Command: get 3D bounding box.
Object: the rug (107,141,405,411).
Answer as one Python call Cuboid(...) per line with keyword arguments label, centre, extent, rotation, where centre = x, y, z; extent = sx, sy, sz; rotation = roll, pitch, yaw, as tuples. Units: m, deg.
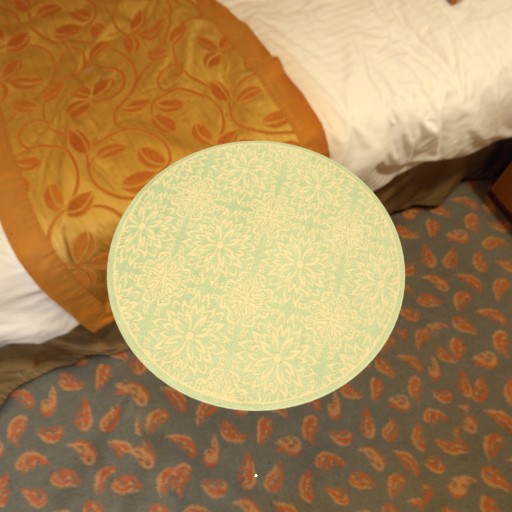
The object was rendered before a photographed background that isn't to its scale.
Cuboid(label="rug", centre=(0.000, 0.000, 2.393), extent=(1.593, 0.012, 1.593), rotation=(0, 64, 0))
